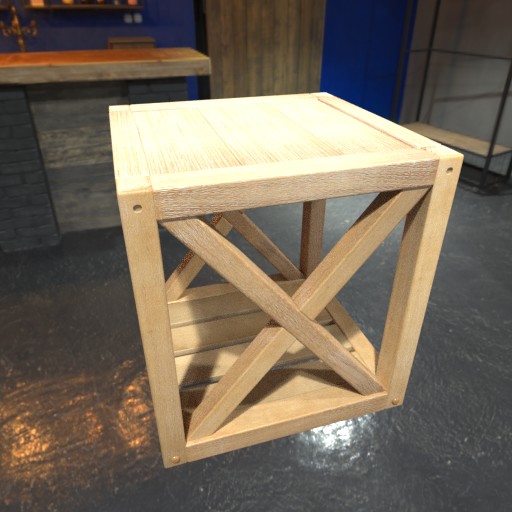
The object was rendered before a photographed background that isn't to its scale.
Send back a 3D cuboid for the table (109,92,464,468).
[{"bbox_3d":[0.000,0.000,1.045,0.559,0.610,0.558,-9,32,-15],"label":"table"}]
